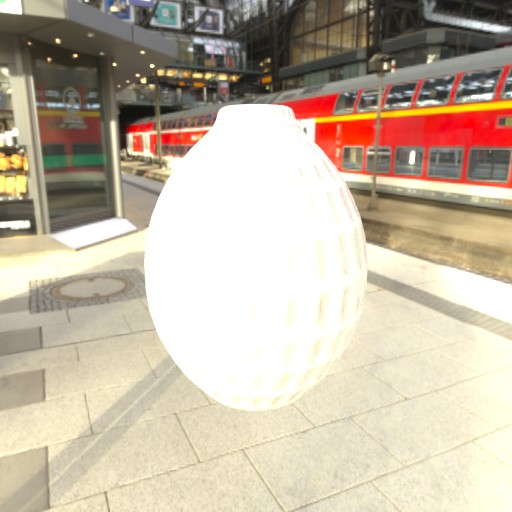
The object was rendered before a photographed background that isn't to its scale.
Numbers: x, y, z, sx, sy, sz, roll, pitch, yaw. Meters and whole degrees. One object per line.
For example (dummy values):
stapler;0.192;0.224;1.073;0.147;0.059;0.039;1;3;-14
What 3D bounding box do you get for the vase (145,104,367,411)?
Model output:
vase;0.000;0.000;0.261;0.128;0.167;0.128;0;14;0
